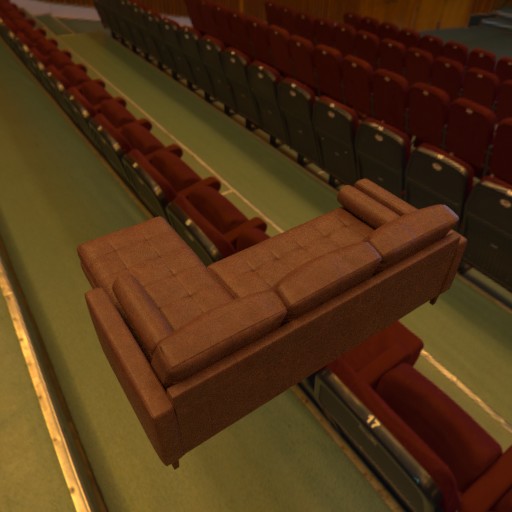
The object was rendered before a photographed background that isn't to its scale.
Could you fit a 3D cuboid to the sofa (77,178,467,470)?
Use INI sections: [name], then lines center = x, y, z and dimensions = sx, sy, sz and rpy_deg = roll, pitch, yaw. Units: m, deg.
[sofa]
center = 0.000, 0.000, 2.939
dimensions = 2.185, 0.841, 1.613
rpy_deg = -24, 46, -25
